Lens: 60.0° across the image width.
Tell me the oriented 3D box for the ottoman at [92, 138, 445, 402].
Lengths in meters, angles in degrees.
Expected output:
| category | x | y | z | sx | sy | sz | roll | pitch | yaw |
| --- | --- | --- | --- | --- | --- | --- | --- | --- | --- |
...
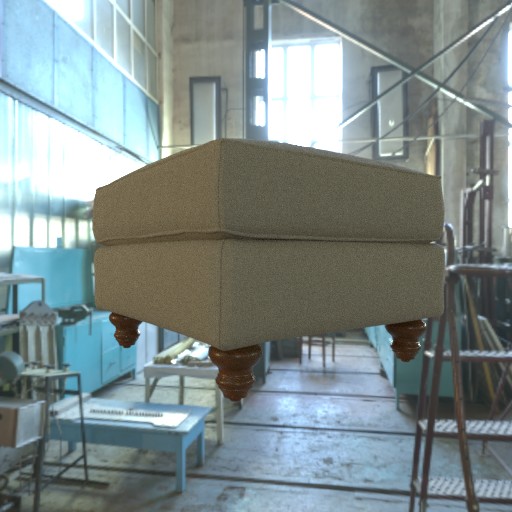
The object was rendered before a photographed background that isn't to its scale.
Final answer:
| category | x | y | z | sx | sy | sz | roll | pitch | yaw |
| --- | --- | --- | --- | --- | --- | --- | --- | --- | --- |
| ottoman | 0.000 | 0.000 | 1.147 | 0.662 | 0.505 | 0.716 | 0 | 0 | -36 |
